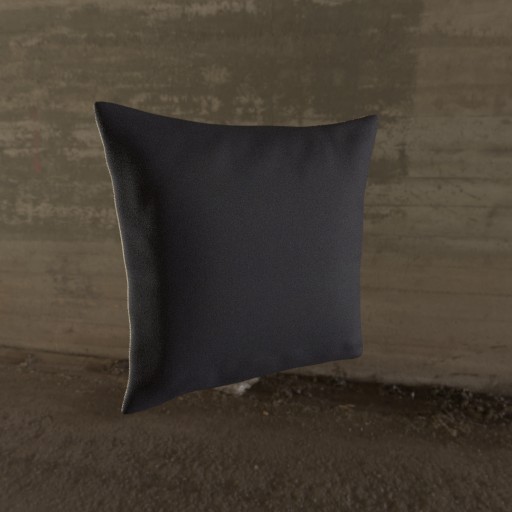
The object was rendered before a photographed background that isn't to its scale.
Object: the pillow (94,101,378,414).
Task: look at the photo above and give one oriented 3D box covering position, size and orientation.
[{"bbox_3d":[0.000,0.000,0.804,0.520,0.508,0.166,-6,14,-25],"label":"pillow"}]
